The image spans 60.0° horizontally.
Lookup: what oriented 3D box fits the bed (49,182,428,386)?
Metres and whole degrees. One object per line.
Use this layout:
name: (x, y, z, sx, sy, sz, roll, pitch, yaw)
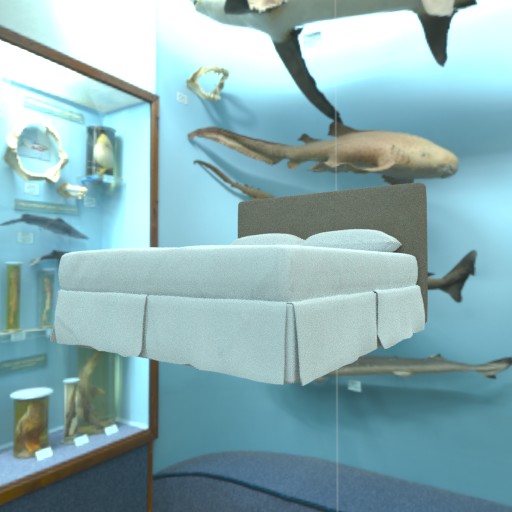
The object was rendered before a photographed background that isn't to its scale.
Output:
bed: (0.000, 0.000, 3.554, 2.119, 1.317, 2.341, -1, -2, 35)
